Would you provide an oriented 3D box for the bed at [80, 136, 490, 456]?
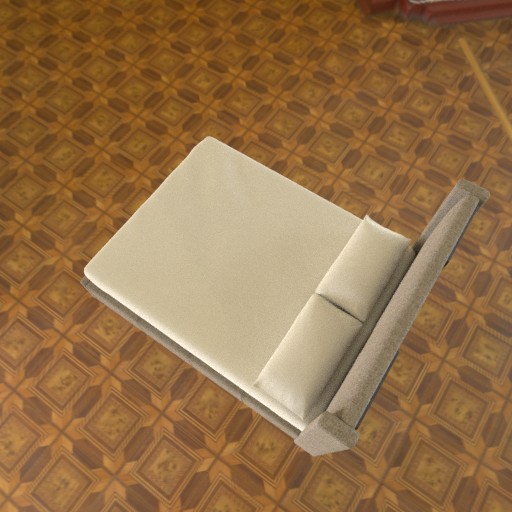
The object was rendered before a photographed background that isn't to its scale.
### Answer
[{"bbox_3d":[0.000,0.000,3.269,2.245,1.481,1.714,32,68,14],"label":"bed"}]
